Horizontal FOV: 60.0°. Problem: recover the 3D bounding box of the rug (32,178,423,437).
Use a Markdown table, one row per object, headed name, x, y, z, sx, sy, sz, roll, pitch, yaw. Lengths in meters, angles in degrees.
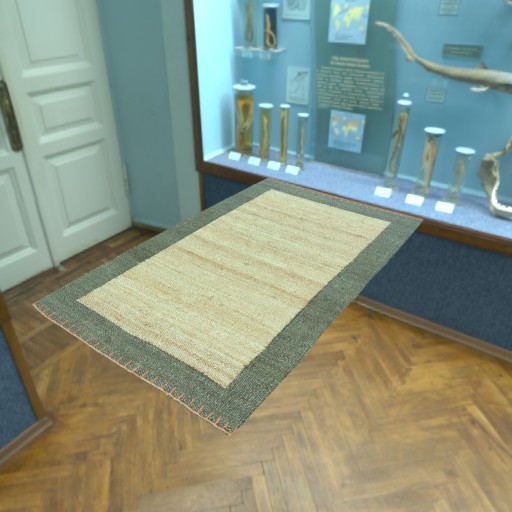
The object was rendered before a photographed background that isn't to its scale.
| name | x | y | z | sx | sy | sz | roll | pitch | yaw |
| --- | --- | --- | --- | --- | --- | --- | --- | --- | --- |
| rug | 0.000 | 0.000 | 3.017 | 1.521 | 0.006 | 2.435 | 21 | 37 | 30 |
